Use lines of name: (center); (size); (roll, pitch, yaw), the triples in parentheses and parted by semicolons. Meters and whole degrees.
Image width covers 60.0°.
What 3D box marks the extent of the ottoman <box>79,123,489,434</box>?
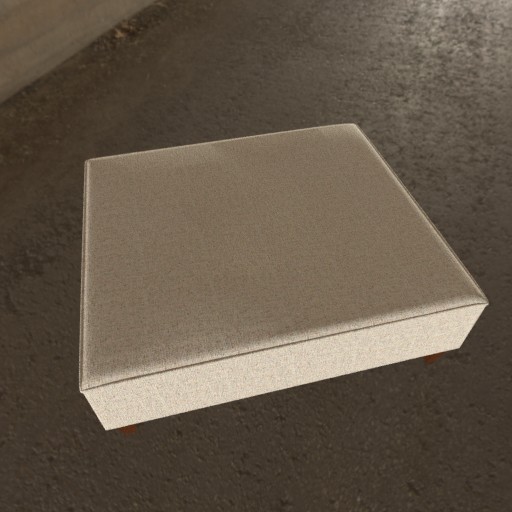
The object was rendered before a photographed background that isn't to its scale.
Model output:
ottoman: (0.000, 0.000, 1.201); (0.835, 0.303, 0.736); (-10, 48, -9)
